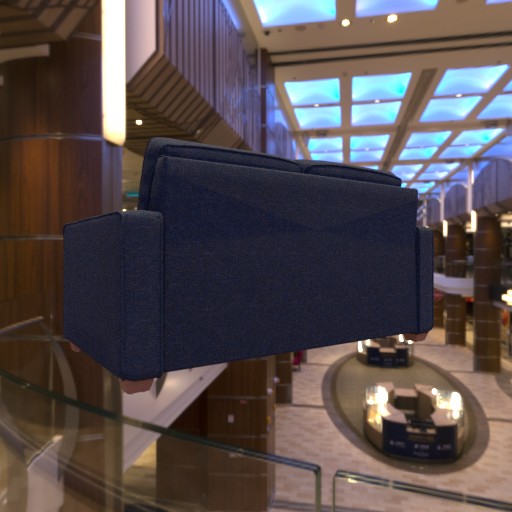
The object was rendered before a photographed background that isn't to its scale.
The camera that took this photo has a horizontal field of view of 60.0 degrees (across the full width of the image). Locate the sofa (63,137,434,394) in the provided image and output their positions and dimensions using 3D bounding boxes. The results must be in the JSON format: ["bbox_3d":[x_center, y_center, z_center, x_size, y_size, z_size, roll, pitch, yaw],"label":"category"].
[{"bbox_3d":[0.000,0.000,2.282,1.709,0.918,0.947,0,0,-34],"label":"sofa"}]
